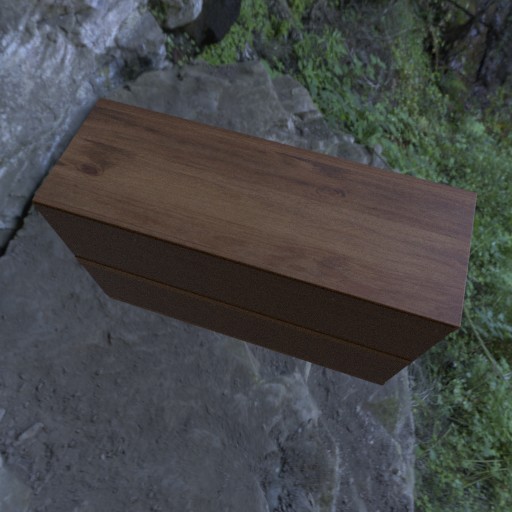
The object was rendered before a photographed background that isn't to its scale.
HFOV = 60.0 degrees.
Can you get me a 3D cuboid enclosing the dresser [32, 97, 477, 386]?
[{"bbox_3d":[0.000,0.000,1.697,1.261,0.825,0.479,16,64,8],"label":"dresser"}]
